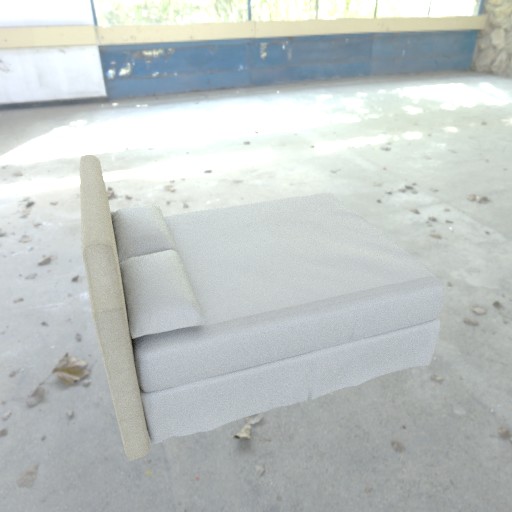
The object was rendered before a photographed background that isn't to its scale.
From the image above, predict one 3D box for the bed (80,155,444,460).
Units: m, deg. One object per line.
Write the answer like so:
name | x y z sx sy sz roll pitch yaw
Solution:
bed | 0.000 0.000 3.195 2.164 1.297 1.828 -10 33 -16
